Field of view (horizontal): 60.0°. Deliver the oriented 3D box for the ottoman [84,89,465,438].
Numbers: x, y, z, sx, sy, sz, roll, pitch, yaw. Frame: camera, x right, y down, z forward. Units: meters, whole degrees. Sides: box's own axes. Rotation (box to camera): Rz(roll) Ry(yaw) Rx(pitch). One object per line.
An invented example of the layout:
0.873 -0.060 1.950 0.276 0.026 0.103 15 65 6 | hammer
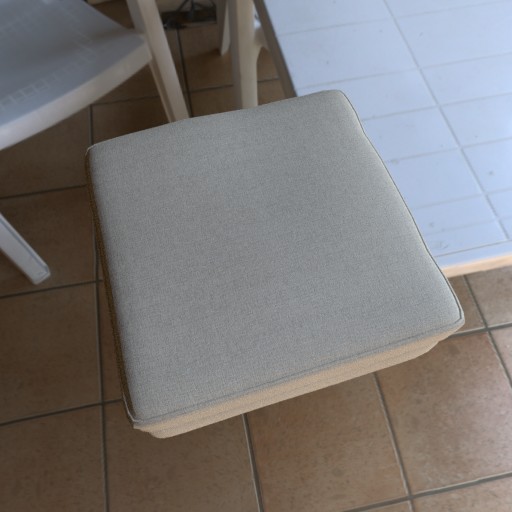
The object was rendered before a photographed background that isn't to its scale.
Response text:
0.000 0.000 1.352 0.838 0.503 0.838 -15 65 -8 | ottoman
